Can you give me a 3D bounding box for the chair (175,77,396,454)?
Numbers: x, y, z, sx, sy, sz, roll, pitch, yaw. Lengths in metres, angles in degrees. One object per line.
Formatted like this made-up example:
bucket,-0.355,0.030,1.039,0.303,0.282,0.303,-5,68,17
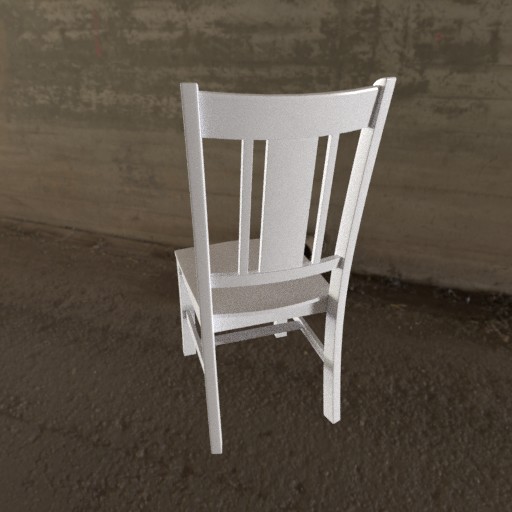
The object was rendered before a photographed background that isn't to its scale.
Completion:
chair,0.000,0.000,1.295,0.450,0.998,0.555,-8,27,-16
